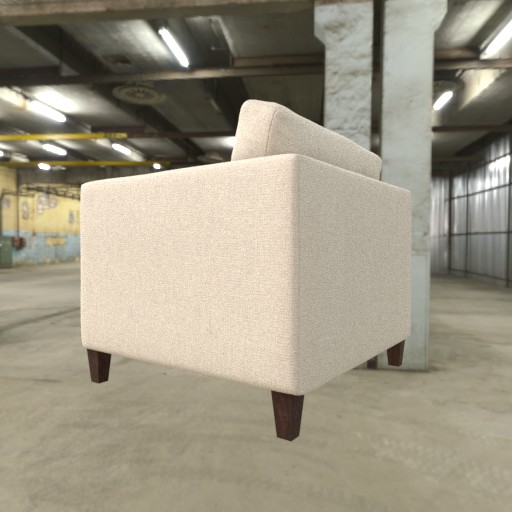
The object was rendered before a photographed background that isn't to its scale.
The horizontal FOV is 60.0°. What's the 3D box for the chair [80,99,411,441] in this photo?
[{"bbox_3d":[0.000,0.000,1.746,0.959,0.919,0.996,1,2,36],"label":"chair"}]
